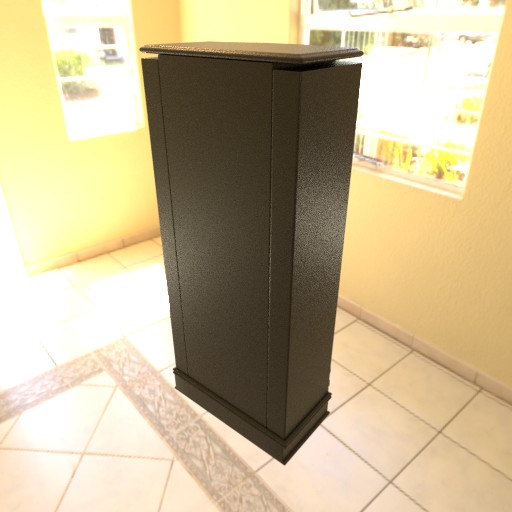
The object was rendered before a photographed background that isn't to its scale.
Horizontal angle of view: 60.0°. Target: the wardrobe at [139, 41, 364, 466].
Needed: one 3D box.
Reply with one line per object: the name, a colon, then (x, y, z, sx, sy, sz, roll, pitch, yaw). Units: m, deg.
wardrobe: (0.000, 0.000, 1.177, 0.444, 1.011, 0.295, 22, 35, 34)
